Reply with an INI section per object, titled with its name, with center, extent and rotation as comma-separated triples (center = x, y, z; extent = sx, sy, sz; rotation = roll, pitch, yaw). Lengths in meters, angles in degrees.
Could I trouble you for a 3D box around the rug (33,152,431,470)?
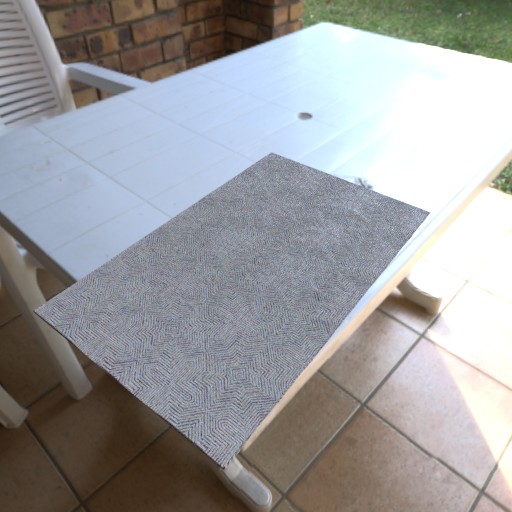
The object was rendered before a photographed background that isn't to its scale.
[rug]
center = 0.000, 0.000, 3.032
extent = 1.519, 0.007, 2.428
rotation = 27, 49, 27
